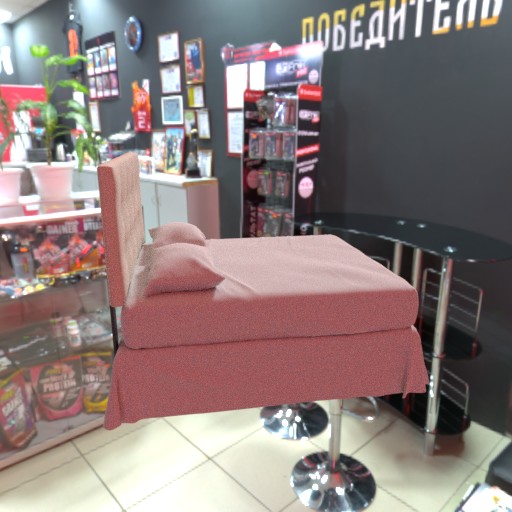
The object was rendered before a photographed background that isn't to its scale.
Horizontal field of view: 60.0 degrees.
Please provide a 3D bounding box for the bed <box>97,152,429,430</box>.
[{"bbox_3d":[0.000,0.000,3.568,2.222,1.577,1.936,-3,16,-9],"label":"bed"}]
